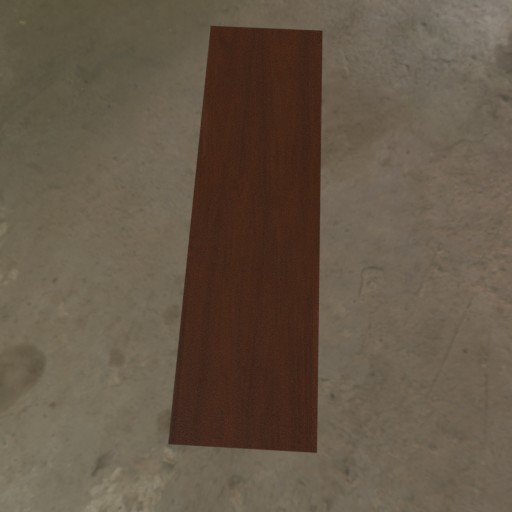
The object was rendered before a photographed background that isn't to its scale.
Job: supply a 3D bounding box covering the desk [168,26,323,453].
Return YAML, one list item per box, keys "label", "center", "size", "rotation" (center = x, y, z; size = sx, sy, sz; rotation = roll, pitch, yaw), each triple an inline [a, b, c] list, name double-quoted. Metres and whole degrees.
- label: "desk"
  center: [0.000, 0.000, 1.635]
  size: [0.384, 0.917, 1.204]
  rotation: [3, 73, 1]
